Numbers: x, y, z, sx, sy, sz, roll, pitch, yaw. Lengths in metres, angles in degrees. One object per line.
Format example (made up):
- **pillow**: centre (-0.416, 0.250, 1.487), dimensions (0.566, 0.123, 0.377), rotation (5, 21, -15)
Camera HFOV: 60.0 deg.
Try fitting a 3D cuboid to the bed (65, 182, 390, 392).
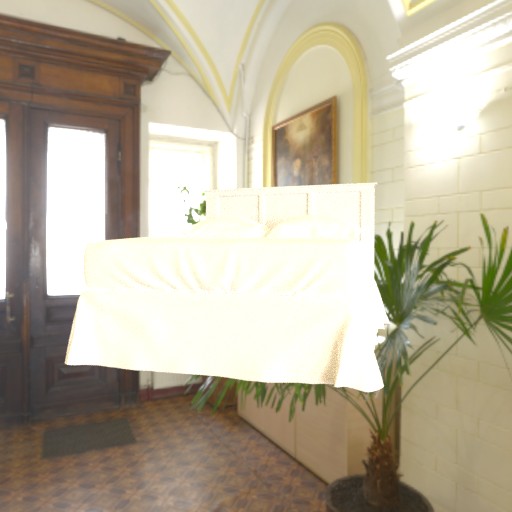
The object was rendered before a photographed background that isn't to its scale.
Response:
- **bed**: centre (0.000, 0.000, 3.241), dimensions (1.876, 1.269, 2.047), rotation (0, 1, 17)
